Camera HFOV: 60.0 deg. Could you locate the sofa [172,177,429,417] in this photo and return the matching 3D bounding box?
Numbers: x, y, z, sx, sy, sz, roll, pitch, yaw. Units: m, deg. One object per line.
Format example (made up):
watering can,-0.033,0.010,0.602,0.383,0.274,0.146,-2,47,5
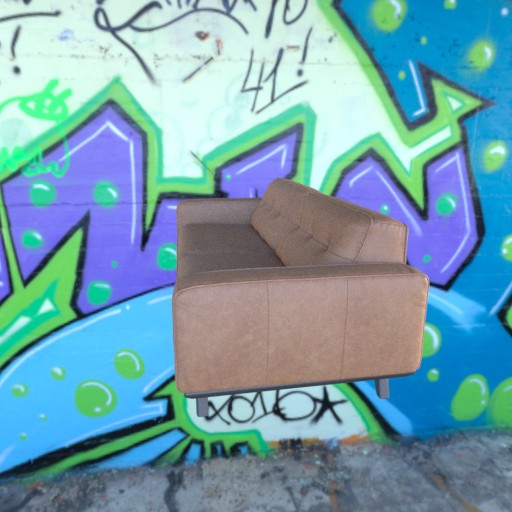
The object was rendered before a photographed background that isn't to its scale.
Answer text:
sofa,0.000,0.000,2.663,0.953,0.780,2.270,-2,15,-9
